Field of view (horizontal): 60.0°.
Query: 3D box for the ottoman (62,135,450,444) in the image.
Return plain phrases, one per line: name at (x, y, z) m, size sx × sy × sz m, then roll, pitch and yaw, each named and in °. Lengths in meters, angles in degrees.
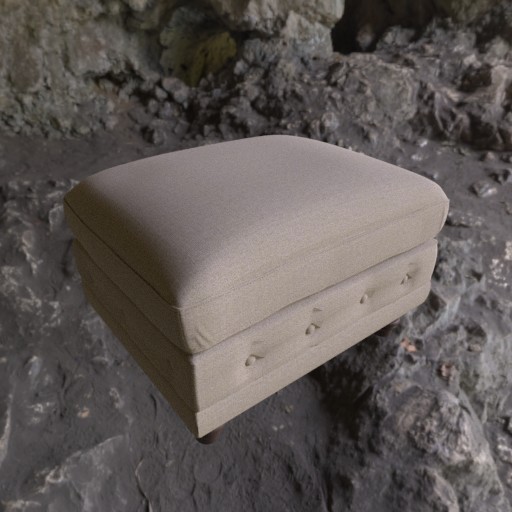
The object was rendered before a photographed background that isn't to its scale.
ottoman at (0.000, 0.000, 1.019) m, size 0.684 × 0.463 × 0.541 m, roll -20°, pitch 34°, yaw -32°
